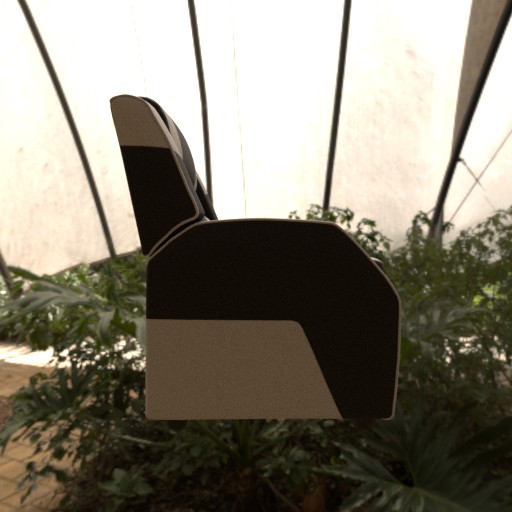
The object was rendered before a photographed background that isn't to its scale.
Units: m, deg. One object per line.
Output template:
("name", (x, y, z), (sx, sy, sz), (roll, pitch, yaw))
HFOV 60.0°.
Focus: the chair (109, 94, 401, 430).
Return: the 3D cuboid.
("chair", (0.000, 0.000, 1.300), (0.672, 0.805, 0.620), (0, -1, 0))
